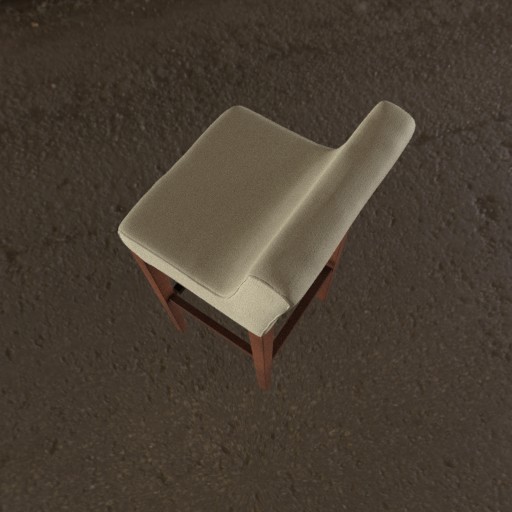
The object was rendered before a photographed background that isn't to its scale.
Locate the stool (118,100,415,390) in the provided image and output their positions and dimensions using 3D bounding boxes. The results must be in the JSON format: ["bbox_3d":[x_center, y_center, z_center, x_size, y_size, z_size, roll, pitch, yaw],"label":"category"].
[{"bbox_3d":[0.000,0.000,1.339,0.500,1.037,0.511,31,67,15],"label":"stool"}]
